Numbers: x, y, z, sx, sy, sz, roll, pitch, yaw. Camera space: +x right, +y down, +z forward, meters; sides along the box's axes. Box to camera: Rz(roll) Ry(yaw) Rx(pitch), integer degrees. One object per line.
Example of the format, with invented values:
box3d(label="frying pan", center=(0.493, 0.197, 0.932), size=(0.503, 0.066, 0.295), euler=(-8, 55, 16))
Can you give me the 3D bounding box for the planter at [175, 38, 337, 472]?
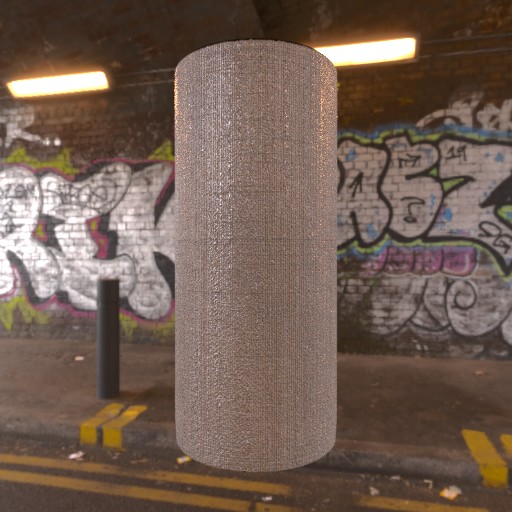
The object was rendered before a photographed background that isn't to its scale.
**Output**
box3d(label="planter", center=(0.000, 0.000, 0.126), size=(0.045, 0.103, 0.045), euler=(0, 1, -37))
